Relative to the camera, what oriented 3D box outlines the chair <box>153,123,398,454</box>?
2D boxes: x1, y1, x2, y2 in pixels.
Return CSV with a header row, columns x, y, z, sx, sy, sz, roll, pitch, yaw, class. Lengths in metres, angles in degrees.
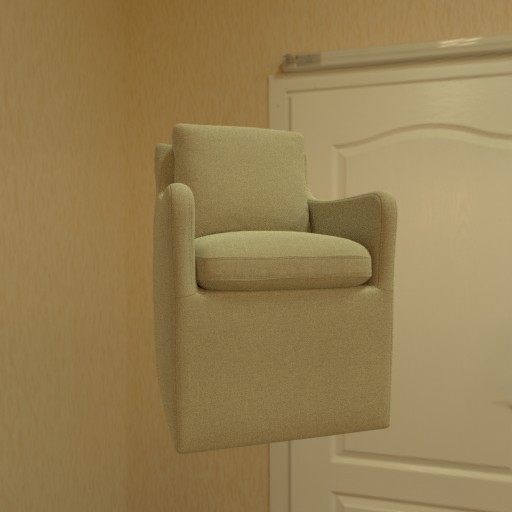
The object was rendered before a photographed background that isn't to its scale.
x,y,z,sx,sy,sz,roll,pitch,yaw,class
0.000,0.000,1.405,0.626,0.914,0.694,0,1,-16,chair
